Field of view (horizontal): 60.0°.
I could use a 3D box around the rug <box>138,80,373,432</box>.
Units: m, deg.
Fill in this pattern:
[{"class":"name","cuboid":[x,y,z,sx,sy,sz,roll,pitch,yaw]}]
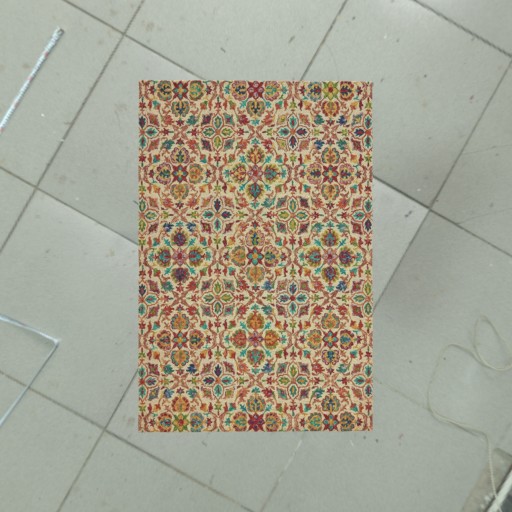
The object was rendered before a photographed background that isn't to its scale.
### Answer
[{"class":"rug","cuboid":[0.000,0.000,2.320,1.226,0.013,1.838,0,90,-1]}]
